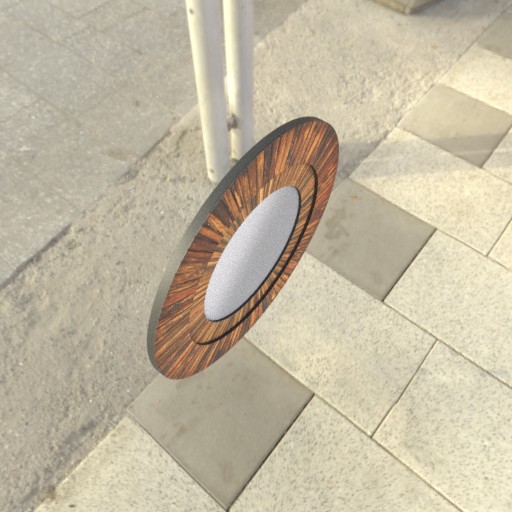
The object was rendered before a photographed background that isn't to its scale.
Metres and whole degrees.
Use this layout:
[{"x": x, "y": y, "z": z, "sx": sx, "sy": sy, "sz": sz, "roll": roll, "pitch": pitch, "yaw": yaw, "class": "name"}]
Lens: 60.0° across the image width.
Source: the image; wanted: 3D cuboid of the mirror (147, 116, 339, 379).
[{"x": 0.000, "y": 0.000, "z": 1.667, "sx": 0.036, "sy": 1.077, "sz": 1.077, "roll": 33, "pitch": 63, "yaw": 19, "class": "mirror"}]
